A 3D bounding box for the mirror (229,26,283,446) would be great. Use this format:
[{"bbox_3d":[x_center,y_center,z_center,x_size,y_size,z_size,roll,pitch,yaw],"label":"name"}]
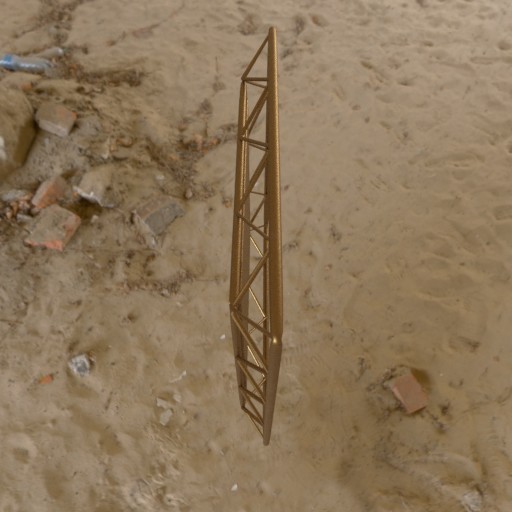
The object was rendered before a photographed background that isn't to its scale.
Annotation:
[{"bbox_3d":[0.000,0.000,0.604,0.046,0.414,0.416,1,57,0],"label":"mirror"}]
